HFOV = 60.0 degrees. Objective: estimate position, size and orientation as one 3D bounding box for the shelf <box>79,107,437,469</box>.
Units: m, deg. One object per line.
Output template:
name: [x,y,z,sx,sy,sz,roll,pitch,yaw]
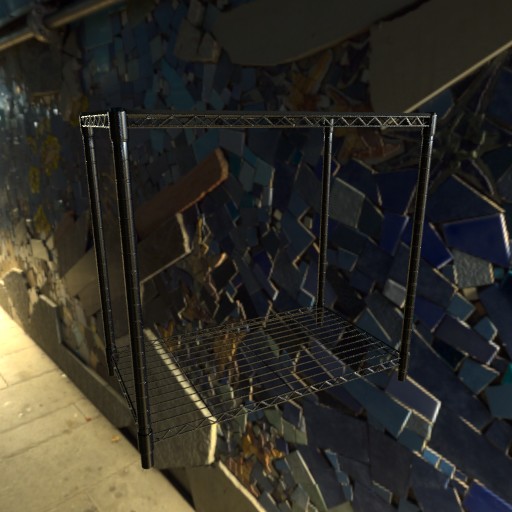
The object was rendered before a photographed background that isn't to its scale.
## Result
shelf: [0.000,0.000,0.912,0.589,0.564,0.338,-8,19,-26]
